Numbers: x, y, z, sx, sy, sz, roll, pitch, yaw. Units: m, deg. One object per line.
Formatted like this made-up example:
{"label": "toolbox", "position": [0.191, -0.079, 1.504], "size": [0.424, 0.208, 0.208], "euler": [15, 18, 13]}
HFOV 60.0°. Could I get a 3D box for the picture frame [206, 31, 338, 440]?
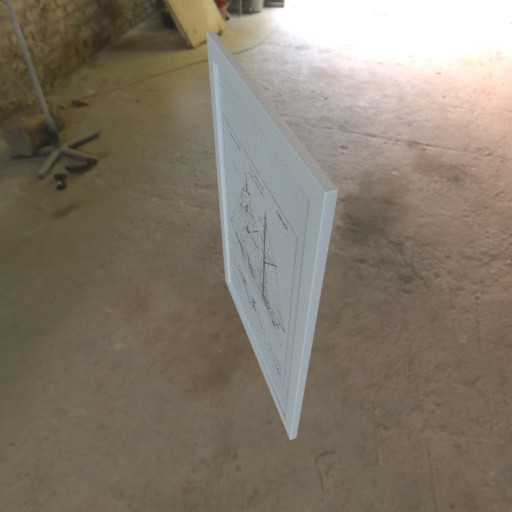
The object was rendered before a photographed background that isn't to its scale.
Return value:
{"label": "picture frame", "position": [0.000, 0.000, 0.688], "size": [0.012, 0.534, 0.381], "euler": [-14, 48, -13]}
